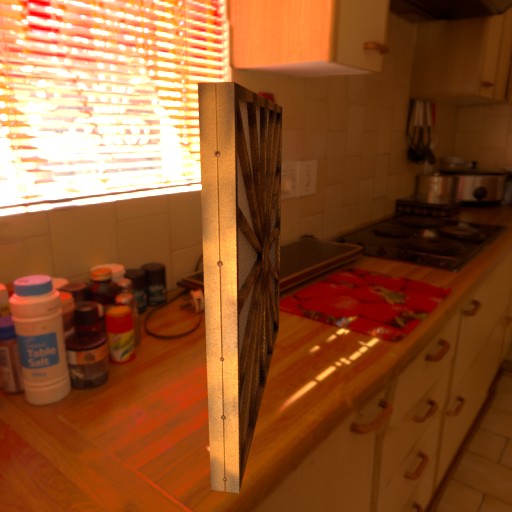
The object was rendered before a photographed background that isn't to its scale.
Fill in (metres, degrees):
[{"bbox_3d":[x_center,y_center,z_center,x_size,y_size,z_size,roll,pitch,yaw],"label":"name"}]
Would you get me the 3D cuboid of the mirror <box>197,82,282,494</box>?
[{"bbox_3d":[0.000,0.000,0.758,0.042,0.507,0.509,2,16,8],"label":"mirror"}]
